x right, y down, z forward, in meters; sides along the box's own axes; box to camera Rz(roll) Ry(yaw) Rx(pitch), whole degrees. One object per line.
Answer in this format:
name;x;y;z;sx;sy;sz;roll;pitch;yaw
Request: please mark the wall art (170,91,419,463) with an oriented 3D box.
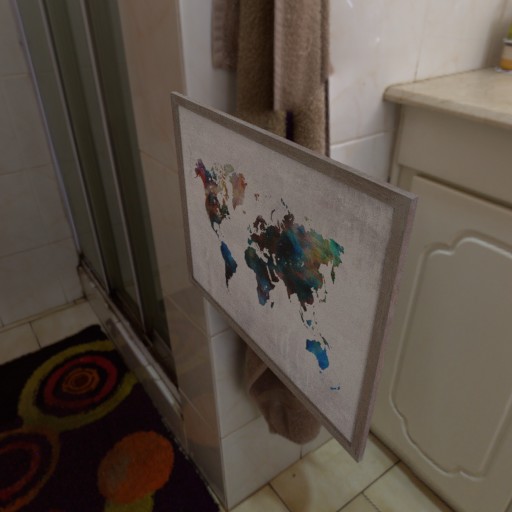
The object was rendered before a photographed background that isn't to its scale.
wall art;0.000;0.000;1.341;0.019;0.774;1.012;-20;37;-28
